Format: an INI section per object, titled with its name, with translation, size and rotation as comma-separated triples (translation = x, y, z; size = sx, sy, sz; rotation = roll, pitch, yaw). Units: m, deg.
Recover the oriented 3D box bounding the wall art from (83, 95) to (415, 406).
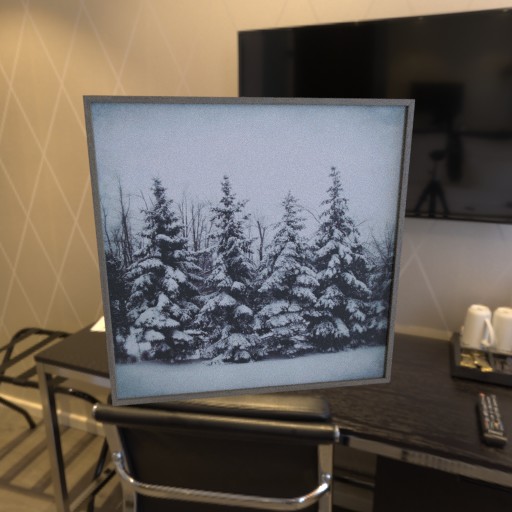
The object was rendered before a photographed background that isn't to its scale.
[wall art]
translation = 0.000, 0.000, 0.755
size = 0.507, 0.507, 0.037
rotation = -2, 15, -8
